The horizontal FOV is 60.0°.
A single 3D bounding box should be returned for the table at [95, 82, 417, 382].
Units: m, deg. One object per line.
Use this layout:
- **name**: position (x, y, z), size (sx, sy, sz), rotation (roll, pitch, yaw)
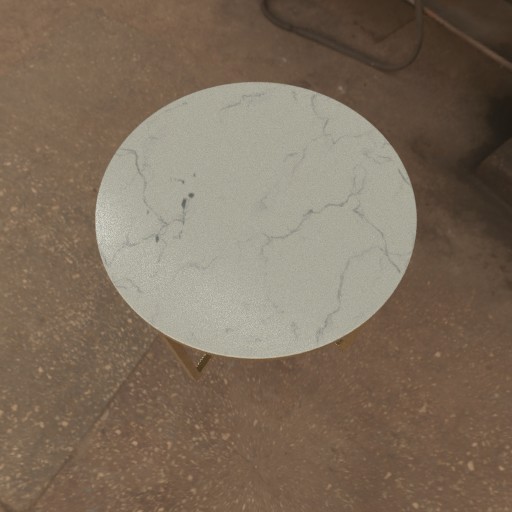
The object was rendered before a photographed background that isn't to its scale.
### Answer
- **table**: position (0.000, 0.000, 0.886), size (0.500, 0.420, 0.500), rotation (0, 65, 0)
